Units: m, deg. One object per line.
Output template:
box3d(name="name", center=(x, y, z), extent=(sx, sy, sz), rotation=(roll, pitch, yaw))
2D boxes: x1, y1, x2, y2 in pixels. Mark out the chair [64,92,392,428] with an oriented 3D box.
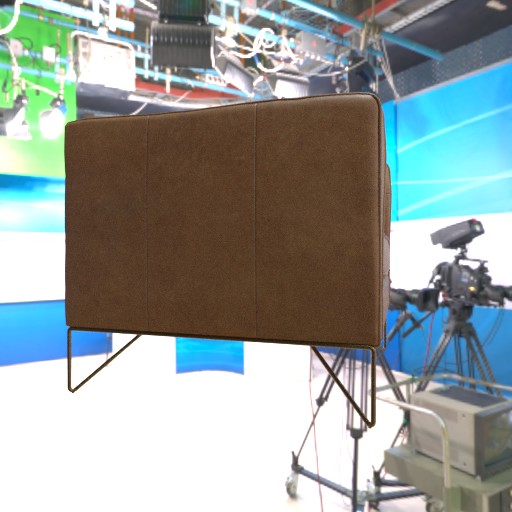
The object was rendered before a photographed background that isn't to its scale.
box3d(name="chair", center=(0.000, 0.000, 1.576), extent=(0.912, 0.797, 0.920), rotation=(0, 0, 18))
